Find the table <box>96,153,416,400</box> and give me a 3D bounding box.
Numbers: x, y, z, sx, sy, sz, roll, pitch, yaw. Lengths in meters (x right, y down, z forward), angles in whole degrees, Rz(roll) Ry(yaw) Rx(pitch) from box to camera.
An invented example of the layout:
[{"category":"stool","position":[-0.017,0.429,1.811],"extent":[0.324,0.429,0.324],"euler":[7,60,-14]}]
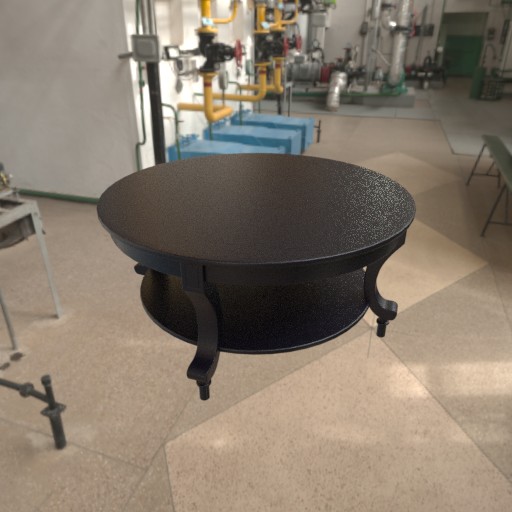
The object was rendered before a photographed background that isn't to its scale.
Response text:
[{"category":"table","position":[0.000,0.000,1.602],"extent":[1.029,0.491,1.029],"euler":[0,27,0]}]
